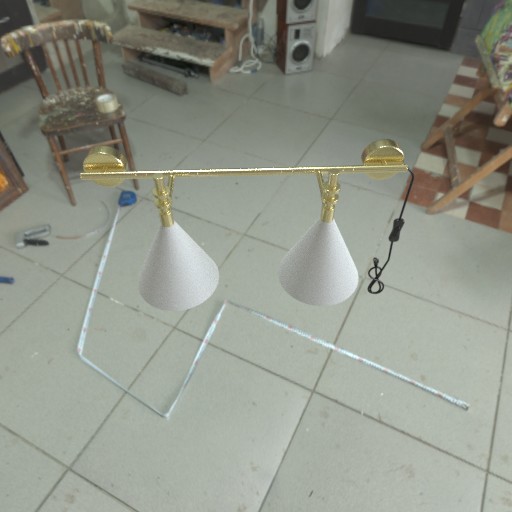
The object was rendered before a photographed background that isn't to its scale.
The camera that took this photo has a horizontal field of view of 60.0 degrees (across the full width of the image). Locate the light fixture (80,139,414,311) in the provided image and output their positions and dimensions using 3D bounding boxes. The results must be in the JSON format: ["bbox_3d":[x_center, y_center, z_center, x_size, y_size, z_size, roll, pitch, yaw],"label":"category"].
[{"bbox_3d":[0.000,0.000,0.887,0.642,0.468,0.239,-2,47,-2],"label":"light fixture"}]
